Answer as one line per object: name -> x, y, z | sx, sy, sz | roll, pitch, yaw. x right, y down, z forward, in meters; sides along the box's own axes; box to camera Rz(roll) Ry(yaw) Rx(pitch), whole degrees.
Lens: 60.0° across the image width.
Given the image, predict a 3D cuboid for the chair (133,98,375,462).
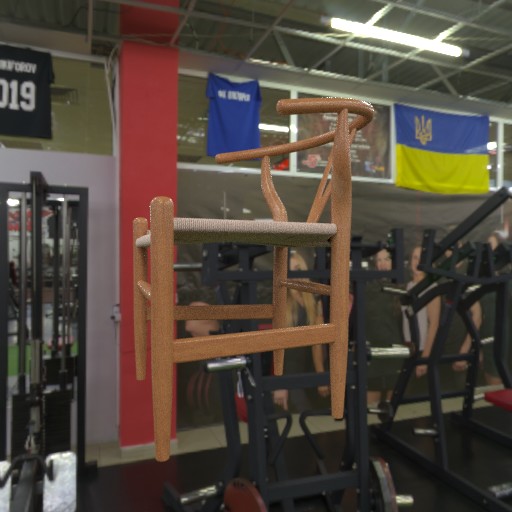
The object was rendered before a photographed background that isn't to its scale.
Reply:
chair -> 0.000, 0.000, 1.137 | 0.579, 0.730, 0.569 | 0, 1, -19
